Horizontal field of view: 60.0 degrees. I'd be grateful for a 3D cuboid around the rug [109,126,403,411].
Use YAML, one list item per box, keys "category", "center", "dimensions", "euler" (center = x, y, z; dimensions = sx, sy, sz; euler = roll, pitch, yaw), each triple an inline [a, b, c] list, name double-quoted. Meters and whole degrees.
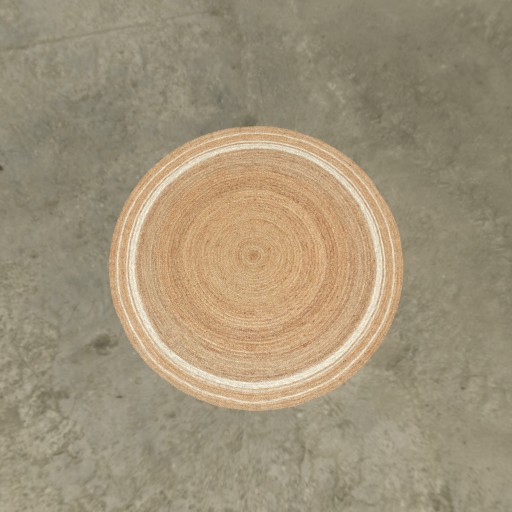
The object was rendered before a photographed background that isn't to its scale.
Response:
- category: "rug"
  center: [0.000, 0.000, 3.701]
  dimensions: [2.444, 0.015, 2.444]
  euler: [0, 74, 0]
